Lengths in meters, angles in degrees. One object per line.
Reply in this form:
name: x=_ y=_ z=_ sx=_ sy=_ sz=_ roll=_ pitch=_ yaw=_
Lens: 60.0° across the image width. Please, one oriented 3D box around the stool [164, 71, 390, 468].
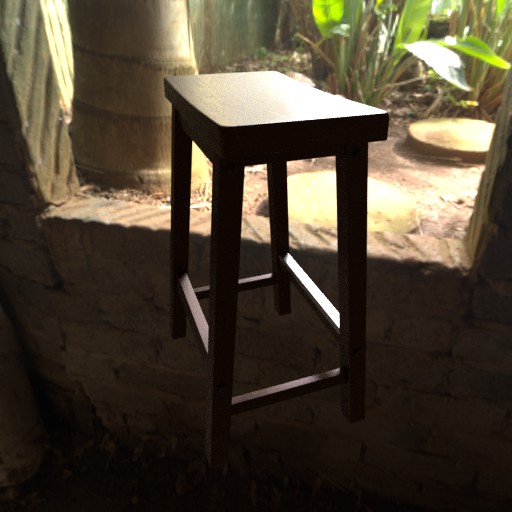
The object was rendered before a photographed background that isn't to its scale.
stool: x=0.000 y=0.000 z=0.861 sx=0.322 sy=0.610 sz=0.406 roll=-10 pitch=32 yaw=-17
